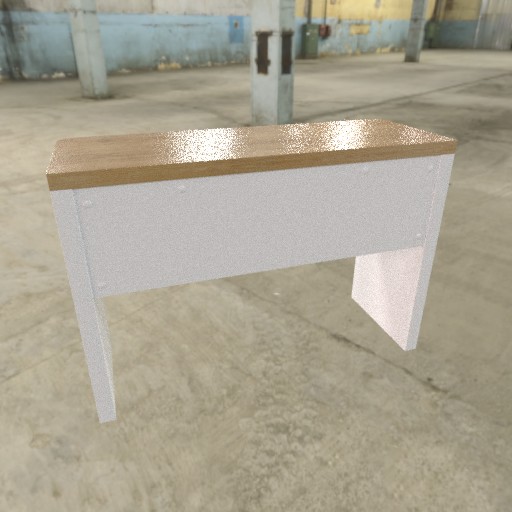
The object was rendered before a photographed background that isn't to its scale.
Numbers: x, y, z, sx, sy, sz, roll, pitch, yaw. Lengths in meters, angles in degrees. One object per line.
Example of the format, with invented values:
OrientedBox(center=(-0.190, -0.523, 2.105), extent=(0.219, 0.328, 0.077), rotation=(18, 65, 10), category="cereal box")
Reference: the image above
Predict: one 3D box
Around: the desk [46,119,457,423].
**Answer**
OrientedBox(center=(0.000, 0.000, 1.462), extent=(1.100, 0.760, 0.390), rotation=(-8, 28, -16), category="desk")
